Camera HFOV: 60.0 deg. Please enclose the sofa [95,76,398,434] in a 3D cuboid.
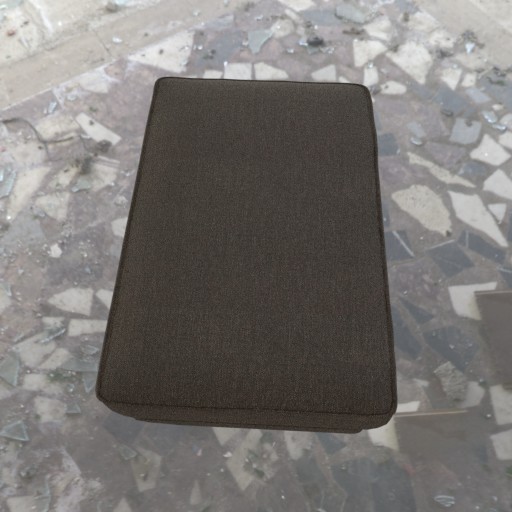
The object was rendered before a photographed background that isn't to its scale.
[{"bbox_3d":[0.000,0.000,1.175,0.578,0.457,0.854,2,65,1],"label":"sofa"}]
